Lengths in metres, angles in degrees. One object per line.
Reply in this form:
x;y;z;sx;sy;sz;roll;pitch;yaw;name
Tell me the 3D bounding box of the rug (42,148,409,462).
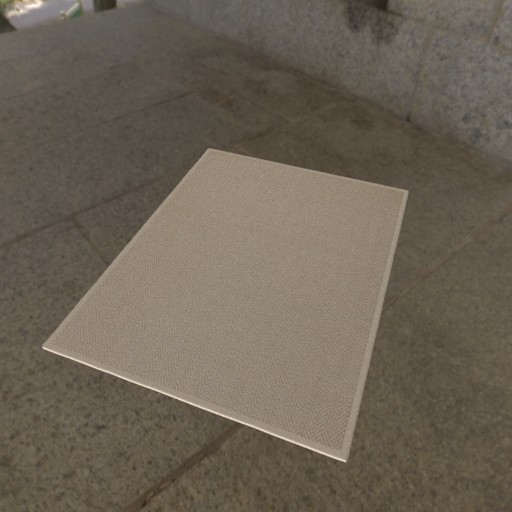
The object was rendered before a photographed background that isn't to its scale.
0.000;0.000;4.133;2.407;0.020;3.051;15;47;14;rug
